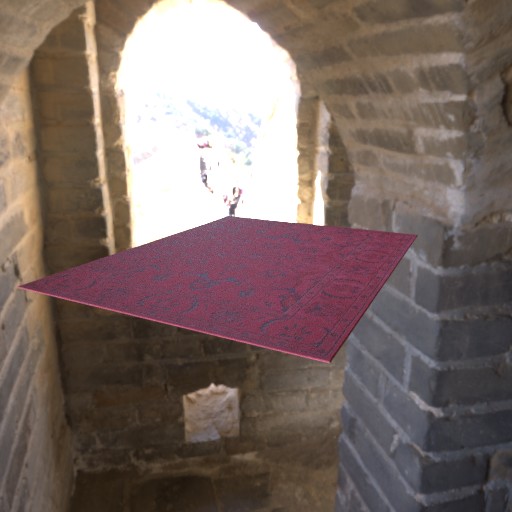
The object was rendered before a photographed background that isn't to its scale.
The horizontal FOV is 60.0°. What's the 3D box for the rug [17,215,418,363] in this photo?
[{"bbox_3d":[0.000,0.000,3.881,2.300,0.012,2.929,8,18,26],"label":"rug"}]
